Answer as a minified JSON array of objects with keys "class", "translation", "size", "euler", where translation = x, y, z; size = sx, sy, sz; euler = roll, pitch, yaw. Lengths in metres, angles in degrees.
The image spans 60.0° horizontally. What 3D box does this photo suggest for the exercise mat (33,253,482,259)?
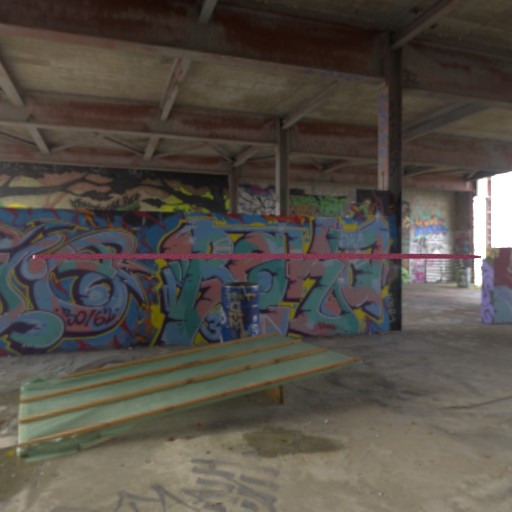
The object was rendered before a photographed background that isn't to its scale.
[{"class":"exercise mat","translation":[0.000,0.000,2.110],"size":[1.884,0.021,0.616],"euler":[0,0,2]}]
